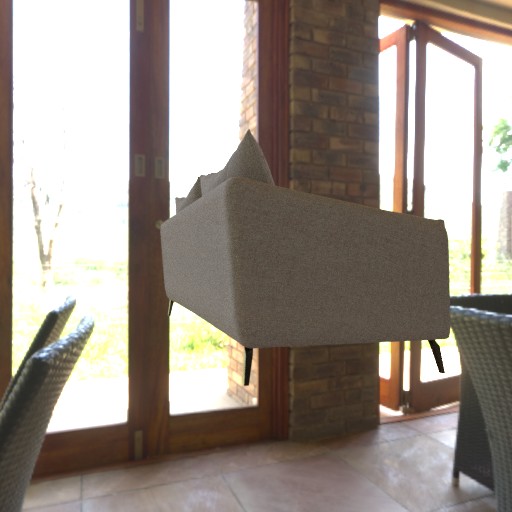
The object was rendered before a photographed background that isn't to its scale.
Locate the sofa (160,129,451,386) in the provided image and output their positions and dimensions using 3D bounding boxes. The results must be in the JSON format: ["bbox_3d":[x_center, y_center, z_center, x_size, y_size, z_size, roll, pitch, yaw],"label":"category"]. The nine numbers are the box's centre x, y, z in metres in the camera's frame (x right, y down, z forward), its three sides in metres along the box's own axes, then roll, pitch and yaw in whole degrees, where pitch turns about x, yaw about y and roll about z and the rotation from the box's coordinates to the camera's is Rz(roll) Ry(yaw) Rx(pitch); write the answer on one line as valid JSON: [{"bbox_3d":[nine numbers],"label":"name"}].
[{"bbox_3d":[0.000,0.000,2.370,0.809,0.833,2.022,0,-1,-19],"label":"sofa"}]
